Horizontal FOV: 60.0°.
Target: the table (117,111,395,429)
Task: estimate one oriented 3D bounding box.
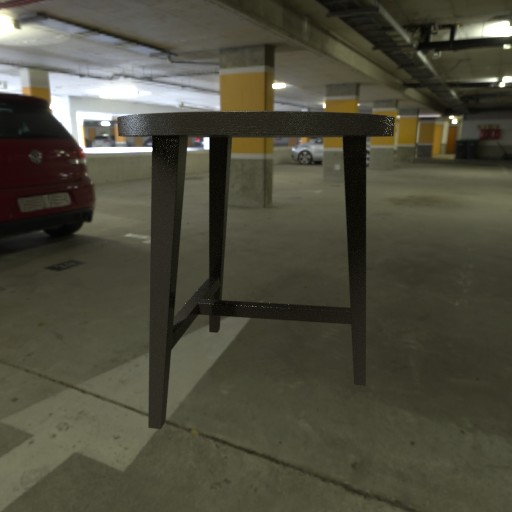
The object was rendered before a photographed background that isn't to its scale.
[{"bbox_3d":[0.000,0.000,0.900,0.500,0.531,0.500,0,15,0],"label":"table"}]
